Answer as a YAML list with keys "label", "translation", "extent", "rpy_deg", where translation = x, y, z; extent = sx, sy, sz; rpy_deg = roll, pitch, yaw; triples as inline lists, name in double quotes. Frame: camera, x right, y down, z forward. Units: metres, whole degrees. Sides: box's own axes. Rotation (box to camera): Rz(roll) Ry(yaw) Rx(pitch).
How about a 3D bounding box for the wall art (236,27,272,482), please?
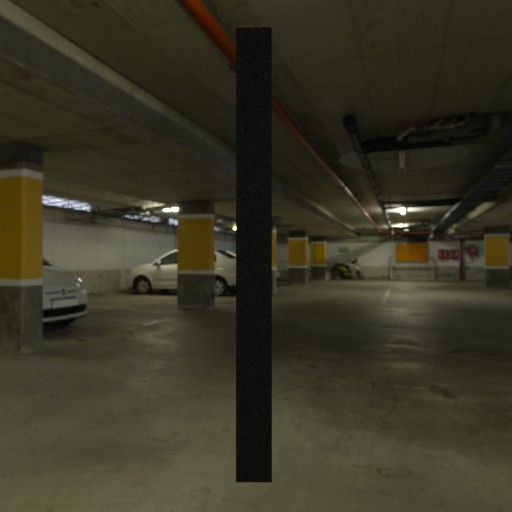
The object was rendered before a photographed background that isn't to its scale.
- label: "wall art"
  translation: [0.000, 0.000, 0.750]
  extent: [0.040, 0.509, 0.509]
  rpy_deg: [0, -1, 1]
